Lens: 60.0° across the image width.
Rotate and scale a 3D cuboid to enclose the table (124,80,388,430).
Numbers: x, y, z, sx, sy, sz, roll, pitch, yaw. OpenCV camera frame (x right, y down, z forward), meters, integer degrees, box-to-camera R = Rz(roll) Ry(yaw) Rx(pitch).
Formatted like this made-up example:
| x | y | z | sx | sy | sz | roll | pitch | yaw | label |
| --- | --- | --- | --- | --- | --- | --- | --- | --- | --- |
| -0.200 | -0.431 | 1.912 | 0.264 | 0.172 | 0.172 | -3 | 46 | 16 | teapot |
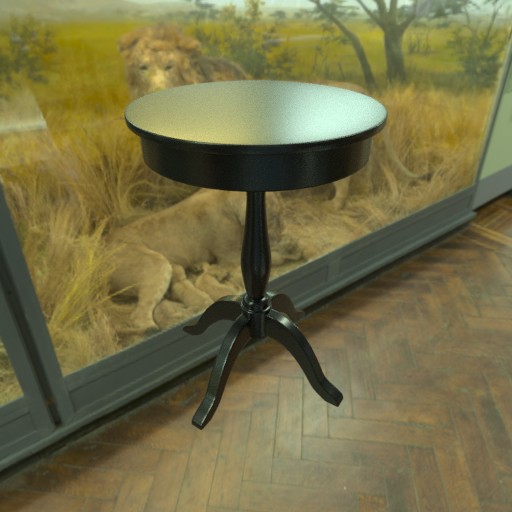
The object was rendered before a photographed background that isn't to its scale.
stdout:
| x | y | z | sx | sy | sz | roll | pitch | yaw | label |
| --- | --- | --- | --- | --- | --- | --- | --- | --- | --- |
| 0.000 | 0.000 | 1.000 | 0.481 | 0.665 | 0.481 | 0 | 32 | 0 | table |
